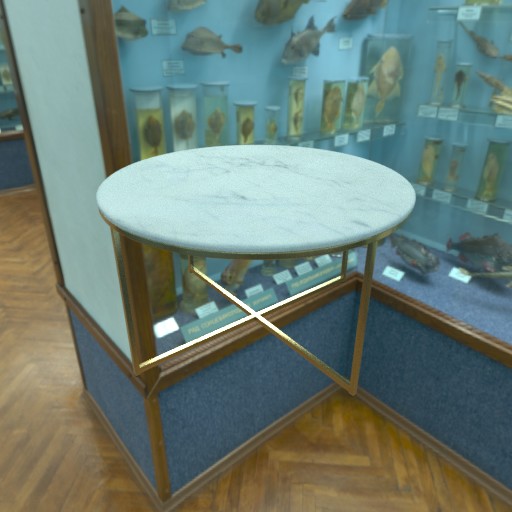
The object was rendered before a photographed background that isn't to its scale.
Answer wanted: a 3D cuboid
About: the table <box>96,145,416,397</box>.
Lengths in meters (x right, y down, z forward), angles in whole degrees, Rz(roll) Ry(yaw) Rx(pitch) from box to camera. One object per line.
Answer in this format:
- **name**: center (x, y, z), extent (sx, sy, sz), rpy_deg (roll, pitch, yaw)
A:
- **table**: center (0.000, 0.000, 1.264), extent (0.800, 0.450, 0.800), rpy_deg (0, 27, 0)
